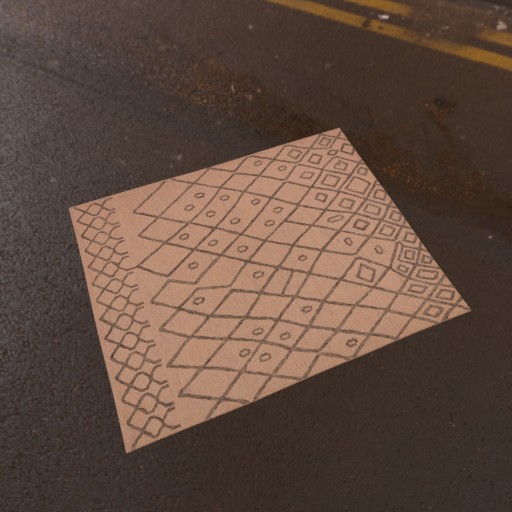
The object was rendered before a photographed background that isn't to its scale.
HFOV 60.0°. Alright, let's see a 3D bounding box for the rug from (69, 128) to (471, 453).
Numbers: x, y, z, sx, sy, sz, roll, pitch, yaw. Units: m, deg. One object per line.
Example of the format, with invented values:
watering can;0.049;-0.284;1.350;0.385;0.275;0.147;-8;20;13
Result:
rug;0.000;0.000;4.138;3.046;0.015;2.446;-19;60;-11
